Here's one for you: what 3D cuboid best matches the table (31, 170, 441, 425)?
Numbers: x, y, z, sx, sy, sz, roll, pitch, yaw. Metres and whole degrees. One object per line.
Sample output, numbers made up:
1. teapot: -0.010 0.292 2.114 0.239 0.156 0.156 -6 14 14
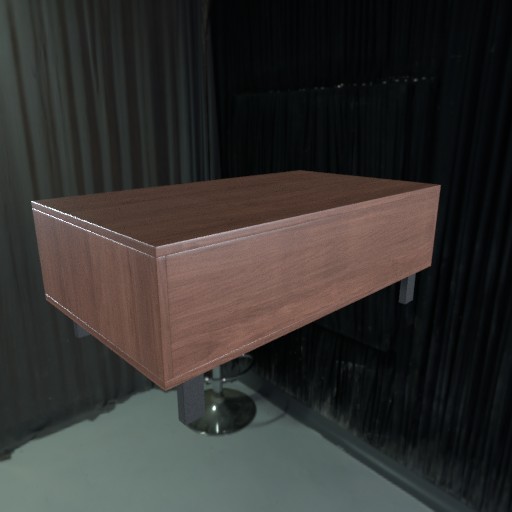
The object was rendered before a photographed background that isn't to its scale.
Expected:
1. table: 0.000 0.000 1.307 1.020 0.380 0.600 -16 23 -41
